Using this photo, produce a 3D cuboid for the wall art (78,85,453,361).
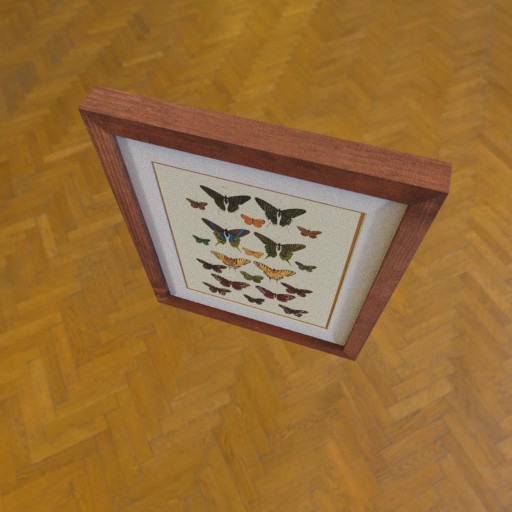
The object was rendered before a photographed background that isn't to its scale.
[{"bbox_3d":[0.000,0.000,0.629,0.377,0.449,0.039,15,59,9],"label":"wall art"}]
